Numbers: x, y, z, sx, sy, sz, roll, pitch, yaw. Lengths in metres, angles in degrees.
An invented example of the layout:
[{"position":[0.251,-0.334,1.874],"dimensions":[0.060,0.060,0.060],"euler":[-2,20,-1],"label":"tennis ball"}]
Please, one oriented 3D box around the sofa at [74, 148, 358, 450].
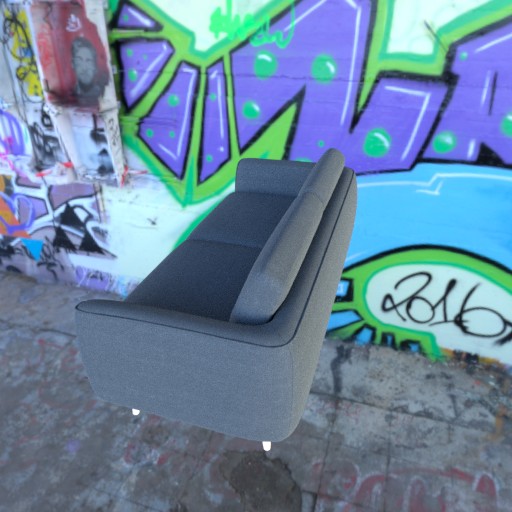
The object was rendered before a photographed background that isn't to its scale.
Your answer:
[{"position":[0.000,0.000,2.434],"dimensions":[0.920,0.850,2.000],"euler":[9,31,15],"label":"sofa"}]
